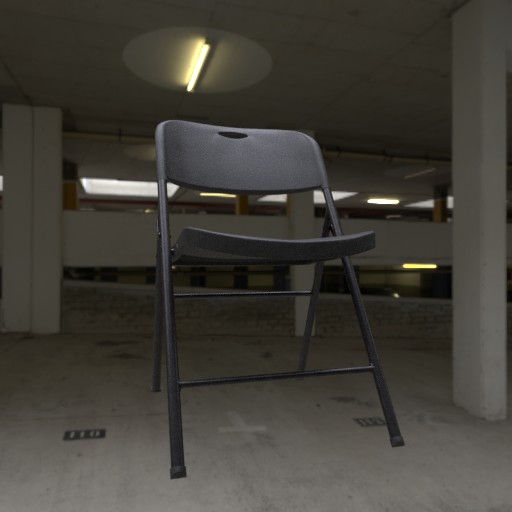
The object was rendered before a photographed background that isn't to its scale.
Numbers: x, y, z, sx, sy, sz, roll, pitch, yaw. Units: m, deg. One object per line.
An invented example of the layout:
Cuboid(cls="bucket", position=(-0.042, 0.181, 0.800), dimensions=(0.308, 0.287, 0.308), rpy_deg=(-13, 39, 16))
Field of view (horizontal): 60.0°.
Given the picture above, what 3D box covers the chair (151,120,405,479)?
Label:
Cuboid(cls="chair", position=(0.000, 0.000, 1.136), dimensions=(0.494, 0.810, 0.566), rpy_deg=(0, 0, -17))
